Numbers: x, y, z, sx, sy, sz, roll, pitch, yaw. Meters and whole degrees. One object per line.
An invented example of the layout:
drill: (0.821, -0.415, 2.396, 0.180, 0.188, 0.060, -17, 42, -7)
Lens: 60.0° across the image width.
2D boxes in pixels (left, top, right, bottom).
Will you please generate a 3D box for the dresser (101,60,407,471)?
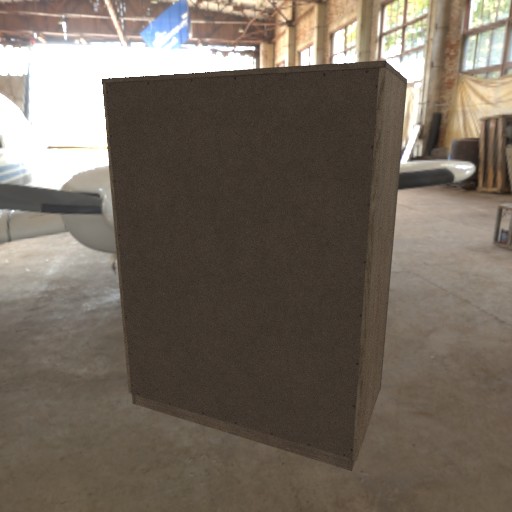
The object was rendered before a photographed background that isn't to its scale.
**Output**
dresser: (0.000, 0.000, 1.734, 0.967, 1.295, 0.483, 7, 17, 24)
